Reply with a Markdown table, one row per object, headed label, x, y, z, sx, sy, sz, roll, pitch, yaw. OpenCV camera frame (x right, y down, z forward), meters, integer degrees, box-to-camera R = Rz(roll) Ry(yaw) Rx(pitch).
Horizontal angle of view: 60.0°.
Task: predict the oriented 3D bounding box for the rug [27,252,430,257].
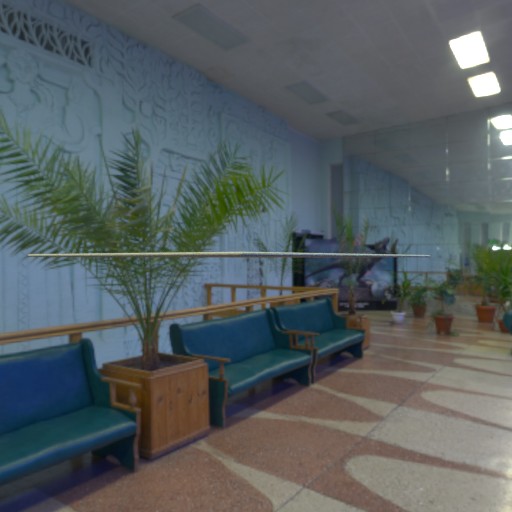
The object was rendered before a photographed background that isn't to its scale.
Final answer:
| label | x | y | z | sx | sy | sz | roll | pitch | yaw |
| --- | --- | --- | --- | --- | --- | --- | --- | --- | --- |
| rug | 0.000 | 0.000 | 2.809 | 1.526 | 0.015 | 2.132 | 0 | 0 | 38 |
